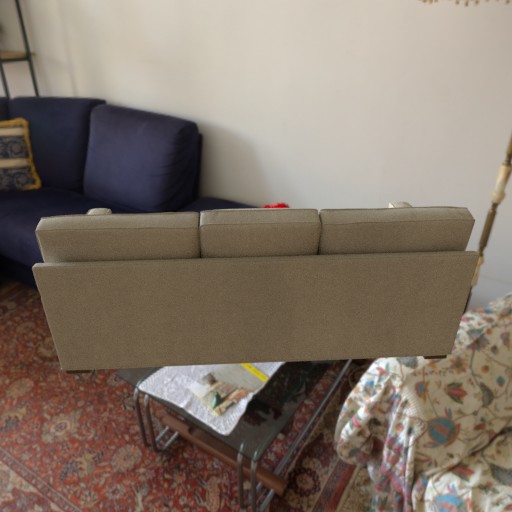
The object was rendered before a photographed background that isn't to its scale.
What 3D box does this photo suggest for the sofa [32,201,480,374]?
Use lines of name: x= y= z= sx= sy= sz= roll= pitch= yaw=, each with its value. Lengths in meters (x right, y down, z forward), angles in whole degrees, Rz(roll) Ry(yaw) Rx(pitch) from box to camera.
sofa: x=0.000 y=0.000 z=2.563 sx=2.093 sy=0.862 sz=0.936 roll=-2 pitch=30 yaw=-3
